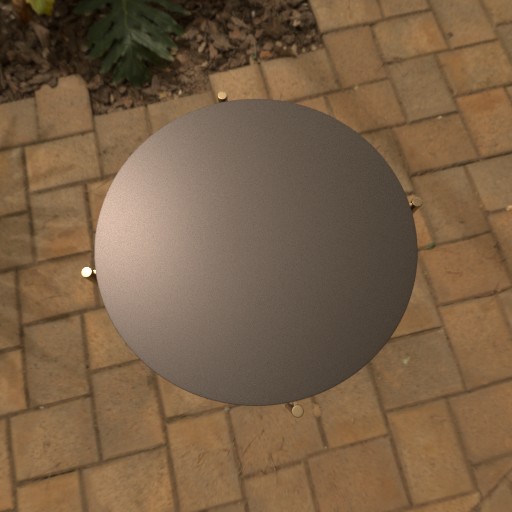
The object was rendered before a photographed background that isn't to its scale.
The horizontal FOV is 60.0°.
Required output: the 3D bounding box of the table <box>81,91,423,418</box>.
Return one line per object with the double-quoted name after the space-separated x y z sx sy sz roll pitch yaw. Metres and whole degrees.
0.000 0.000 1.483 0.938 0.400 0.938 -41 77 -11 "table"
